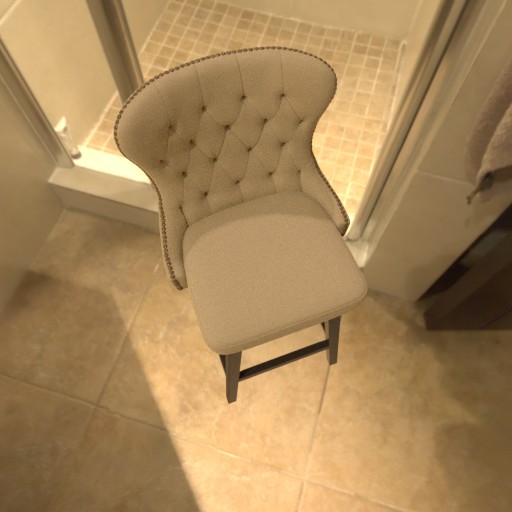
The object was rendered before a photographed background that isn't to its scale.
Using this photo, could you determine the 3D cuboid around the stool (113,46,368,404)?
[{"bbox_3d":[0.000,0.000,1.309,0.528,0.971,0.593,-18,65,-9],"label":"stool"}]
